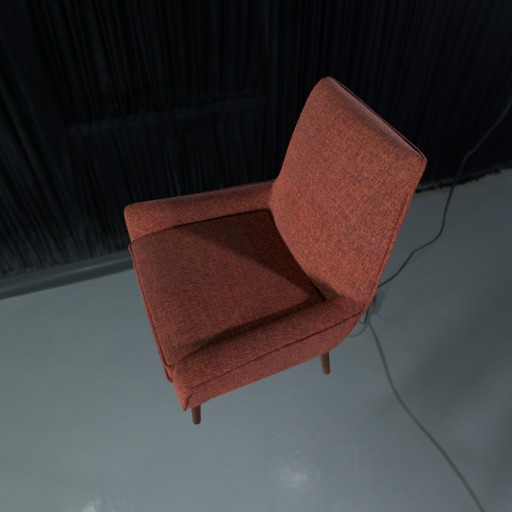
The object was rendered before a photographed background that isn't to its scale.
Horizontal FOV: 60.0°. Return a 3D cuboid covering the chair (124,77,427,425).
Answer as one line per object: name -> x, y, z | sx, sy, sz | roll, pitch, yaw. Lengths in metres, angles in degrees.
chair -> 0.000, 0.000, 1.485 | 0.784, 0.911, 0.803 | -16, 49, -15
